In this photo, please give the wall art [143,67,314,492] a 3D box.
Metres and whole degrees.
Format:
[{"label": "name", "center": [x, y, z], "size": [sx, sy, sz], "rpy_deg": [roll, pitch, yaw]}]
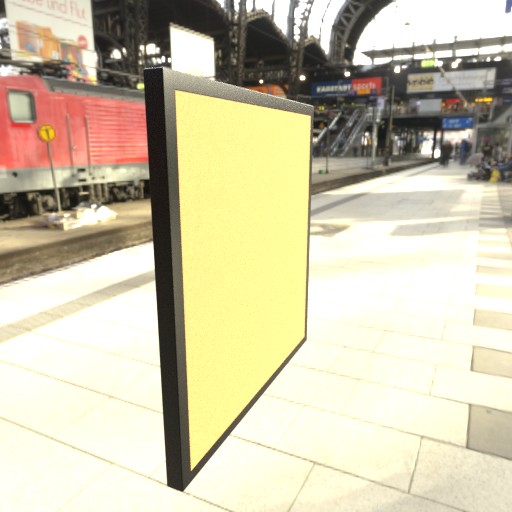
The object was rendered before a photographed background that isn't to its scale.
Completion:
[{"label": "wall art", "center": [0.000, 0.000, 1.098], "size": [0.038, 0.761, 0.755], "rpy_deg": [6, 15, 24]}]
